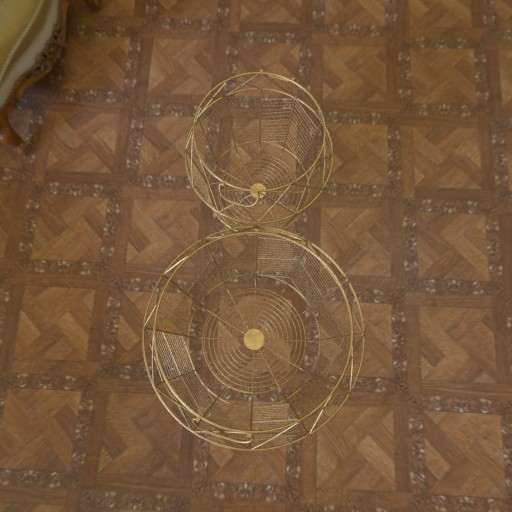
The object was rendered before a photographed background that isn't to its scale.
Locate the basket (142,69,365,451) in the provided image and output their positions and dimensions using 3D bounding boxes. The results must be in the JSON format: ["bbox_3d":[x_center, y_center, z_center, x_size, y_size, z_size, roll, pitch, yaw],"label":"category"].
[{"bbox_3d":[0.000,0.000,1.016,0.451,0.343,0.805,2,76,0],"label":"basket"}]
